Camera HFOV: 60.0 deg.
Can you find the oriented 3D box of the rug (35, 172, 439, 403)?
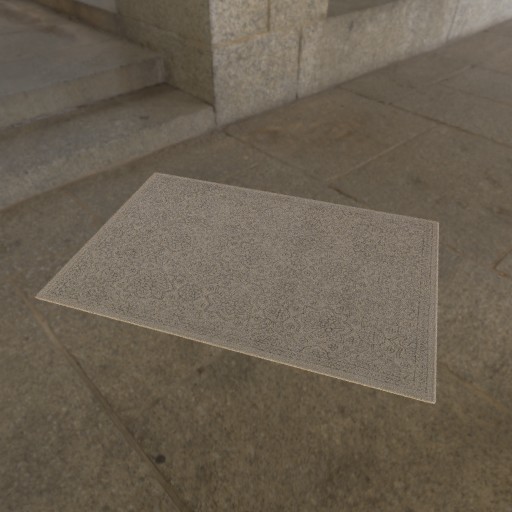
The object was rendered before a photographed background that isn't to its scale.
[{"bbox_3d":[0.000,0.000,2.922,2.286,0.011,1.524,12,42,13],"label":"rug"}]
